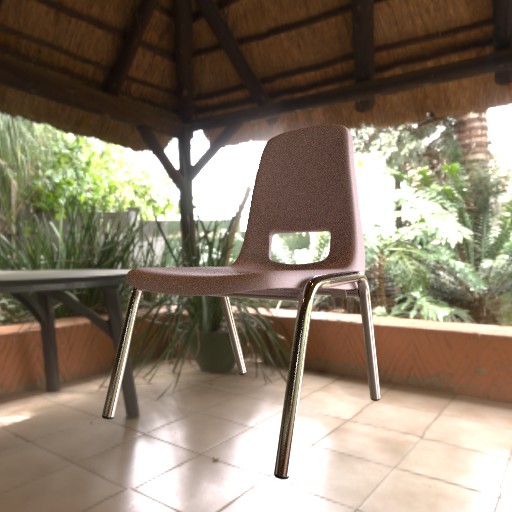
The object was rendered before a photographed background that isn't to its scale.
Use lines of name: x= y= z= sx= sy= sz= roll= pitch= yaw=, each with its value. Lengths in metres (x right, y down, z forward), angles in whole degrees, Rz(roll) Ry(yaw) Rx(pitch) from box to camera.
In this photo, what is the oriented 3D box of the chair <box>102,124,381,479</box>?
chair: x=0.000 y=0.000 z=0.779 sx=0.354 sy=0.536 sz=0.385 roll=0 pitch=0 yaw=35
